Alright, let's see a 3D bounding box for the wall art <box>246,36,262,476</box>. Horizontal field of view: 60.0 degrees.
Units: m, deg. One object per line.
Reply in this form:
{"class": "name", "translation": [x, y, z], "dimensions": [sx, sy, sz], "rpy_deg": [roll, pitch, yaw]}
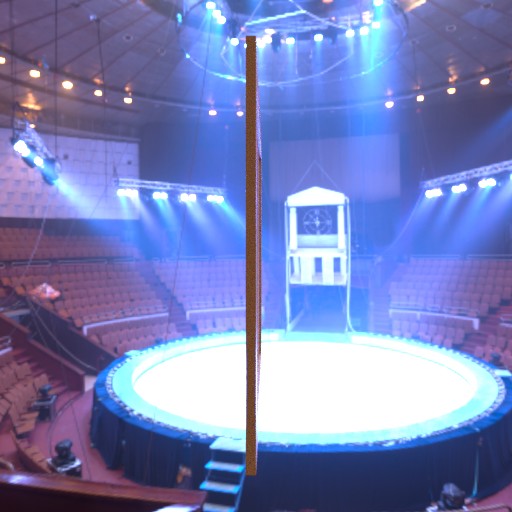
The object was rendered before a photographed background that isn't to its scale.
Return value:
{"class": "wall art", "translation": [0.000, 0.000, 0.866], "dimensions": [0.015, 0.577, 0.572], "rpy_deg": [0, 0, 1]}
